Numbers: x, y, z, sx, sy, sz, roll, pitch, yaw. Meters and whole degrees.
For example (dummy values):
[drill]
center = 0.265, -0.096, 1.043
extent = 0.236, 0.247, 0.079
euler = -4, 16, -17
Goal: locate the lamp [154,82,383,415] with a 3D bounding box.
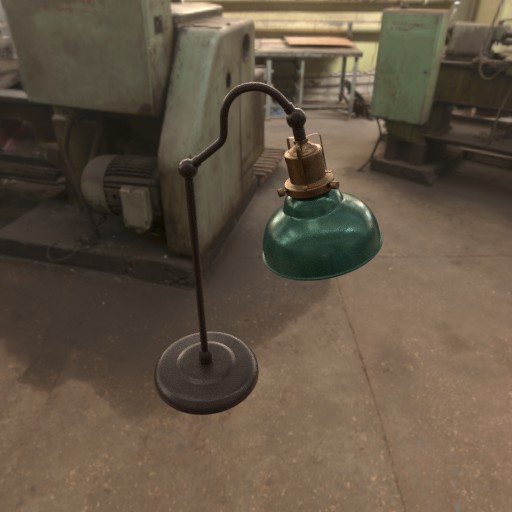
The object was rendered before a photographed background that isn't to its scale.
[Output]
[lamp]
center = 0.000, 0.000, 0.685
extent = 0.374, 0.508, 0.192
euler = 1, 32, 1
